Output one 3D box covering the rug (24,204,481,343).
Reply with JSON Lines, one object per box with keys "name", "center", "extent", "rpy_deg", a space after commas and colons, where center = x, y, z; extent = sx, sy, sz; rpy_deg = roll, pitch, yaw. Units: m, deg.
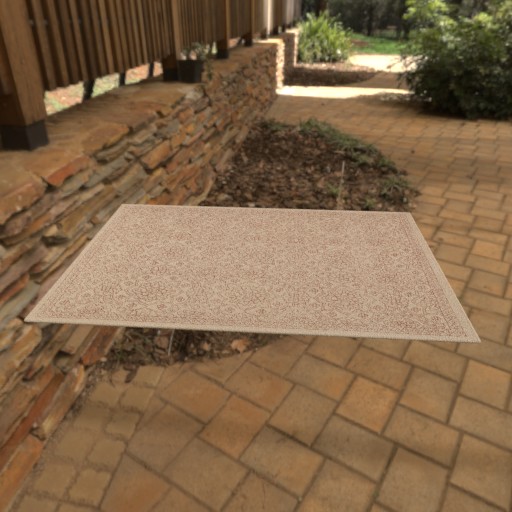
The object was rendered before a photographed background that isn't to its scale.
{"name": "rug", "center": [0.000, 0.000, 2.288], "extent": [1.829, 0.010, 1.219], "rpy_deg": [2, 30, 4]}
